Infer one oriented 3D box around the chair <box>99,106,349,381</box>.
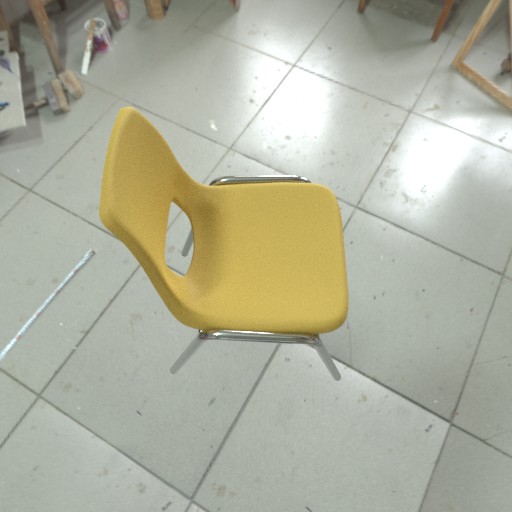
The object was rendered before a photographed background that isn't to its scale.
[{"bbox_3d":[0.000,0.000,0.922,0.436,0.653,0.381,1,63,0],"label":"chair"}]
